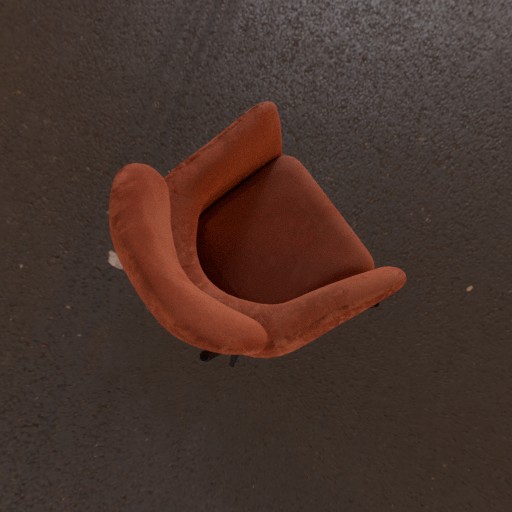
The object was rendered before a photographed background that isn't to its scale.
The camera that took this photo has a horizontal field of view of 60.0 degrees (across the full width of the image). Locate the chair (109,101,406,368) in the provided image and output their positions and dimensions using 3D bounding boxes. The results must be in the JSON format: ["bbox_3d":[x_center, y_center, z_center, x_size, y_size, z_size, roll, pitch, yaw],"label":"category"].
[{"bbox_3d":[0.000,0.000,1.153,0.523,0.772,0.561,-33,78,-8],"label":"chair"}]
